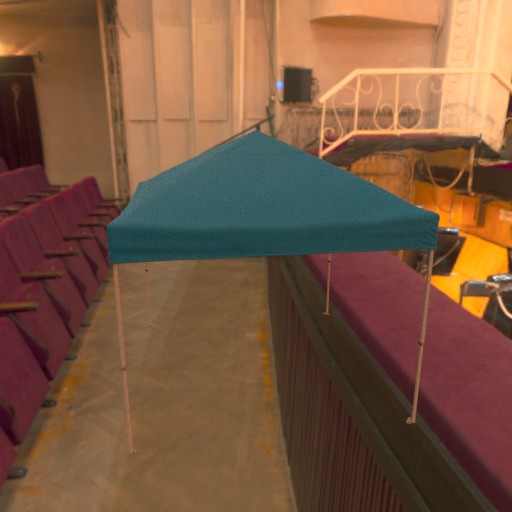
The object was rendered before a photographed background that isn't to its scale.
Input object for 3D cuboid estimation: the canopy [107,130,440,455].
[{"bbox_3d":[0.000,0.000,5.478,2.996,2.997,2.998,-3,16,-9],"label":"canopy"}]
